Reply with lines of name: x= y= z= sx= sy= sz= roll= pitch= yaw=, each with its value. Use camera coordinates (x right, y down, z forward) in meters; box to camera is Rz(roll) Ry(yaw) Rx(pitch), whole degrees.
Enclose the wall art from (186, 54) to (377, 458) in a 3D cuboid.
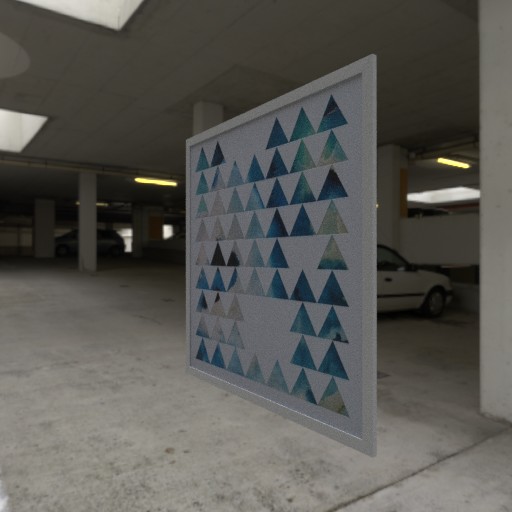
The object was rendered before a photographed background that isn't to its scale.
wall art: x=0.000 y=0.000 z=0.686 sx=0.007 sy=0.456 sz=0.456 roll=0 pitch=0 yaw=-36
